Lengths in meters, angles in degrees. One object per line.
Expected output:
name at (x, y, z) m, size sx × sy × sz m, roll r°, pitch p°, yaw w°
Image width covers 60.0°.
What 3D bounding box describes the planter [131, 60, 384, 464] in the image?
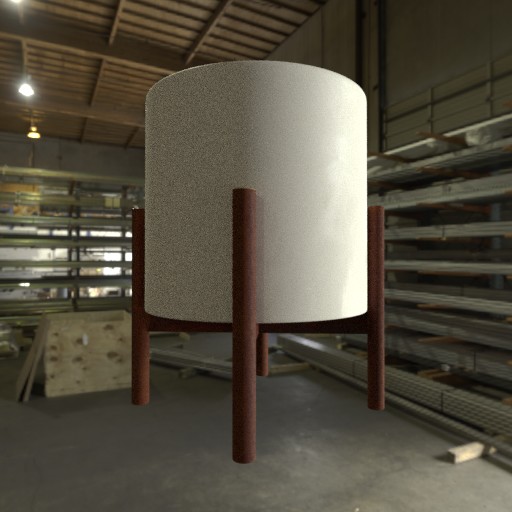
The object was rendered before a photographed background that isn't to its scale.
planter at (0.000, 0.000, 0.863) m, size 0.420 × 0.581 × 0.421 m, roll 0°, pitch -1°, yaw -38°
